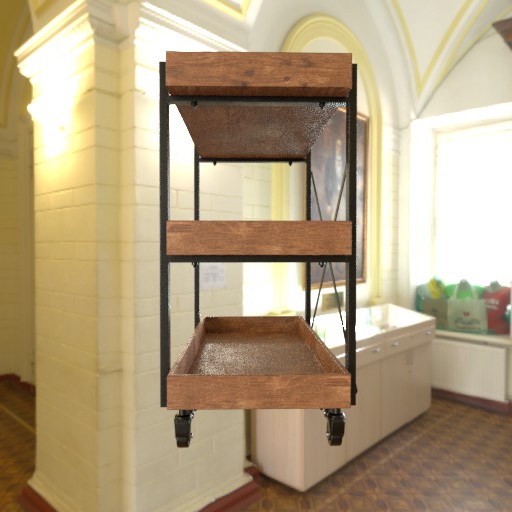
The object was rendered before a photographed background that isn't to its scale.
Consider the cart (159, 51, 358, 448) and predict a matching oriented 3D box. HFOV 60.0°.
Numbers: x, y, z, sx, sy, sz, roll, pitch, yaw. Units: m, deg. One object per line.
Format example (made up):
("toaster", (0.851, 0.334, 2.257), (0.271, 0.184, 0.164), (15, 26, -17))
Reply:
("cart", (0.000, 0.000, 1.234), (0.411, 0.800, 0.750), (0, 1, -2))
